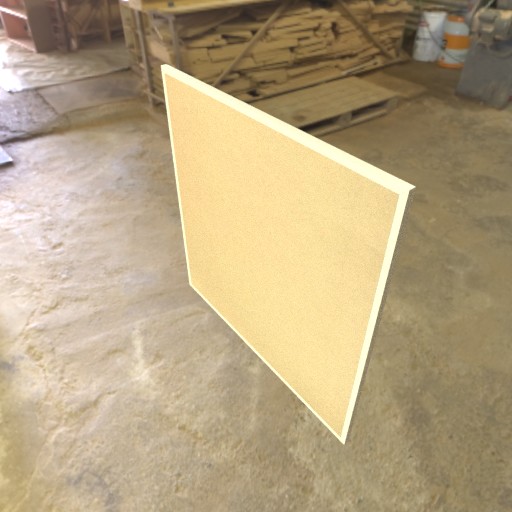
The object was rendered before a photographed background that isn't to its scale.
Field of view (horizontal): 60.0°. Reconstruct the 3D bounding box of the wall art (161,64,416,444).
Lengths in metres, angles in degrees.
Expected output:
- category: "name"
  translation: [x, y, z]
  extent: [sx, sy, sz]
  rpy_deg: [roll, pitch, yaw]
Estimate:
- category: "wall art"
  translation: [0.000, 0.000, 0.831]
  extent: [0.012, 0.557, 0.557]
  rpy_deg: [-26, 47, -28]
